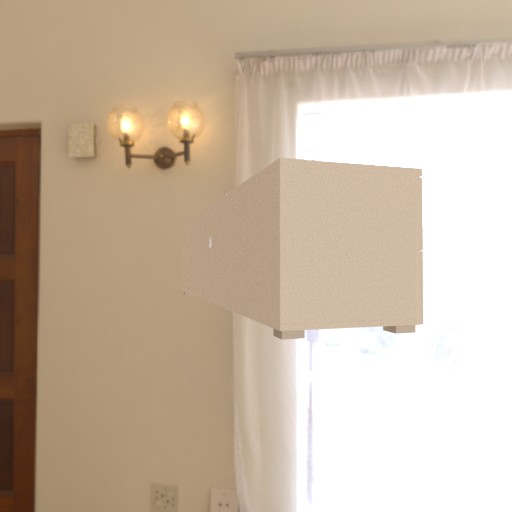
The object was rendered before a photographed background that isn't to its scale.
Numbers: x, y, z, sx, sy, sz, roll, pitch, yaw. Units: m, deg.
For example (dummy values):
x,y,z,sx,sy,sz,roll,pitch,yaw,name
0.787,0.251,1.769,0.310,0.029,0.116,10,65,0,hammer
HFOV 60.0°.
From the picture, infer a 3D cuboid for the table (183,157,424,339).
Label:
x,y,z,sx,sy,sz,roll,pitch,yaw,name
0.000,0.000,1.865,0.390,0.420,1.650,0,-1,-17,table
